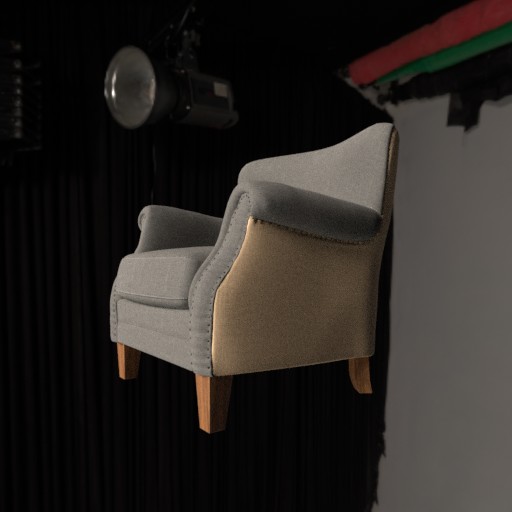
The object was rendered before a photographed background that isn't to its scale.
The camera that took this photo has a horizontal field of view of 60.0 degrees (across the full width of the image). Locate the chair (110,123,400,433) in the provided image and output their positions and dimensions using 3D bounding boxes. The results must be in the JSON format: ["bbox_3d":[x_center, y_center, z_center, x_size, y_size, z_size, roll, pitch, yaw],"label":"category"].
[{"bbox_3d":[0.000,0.000,1.660,0.921,0.936,0.861,1,-1,-37],"label":"chair"}]
